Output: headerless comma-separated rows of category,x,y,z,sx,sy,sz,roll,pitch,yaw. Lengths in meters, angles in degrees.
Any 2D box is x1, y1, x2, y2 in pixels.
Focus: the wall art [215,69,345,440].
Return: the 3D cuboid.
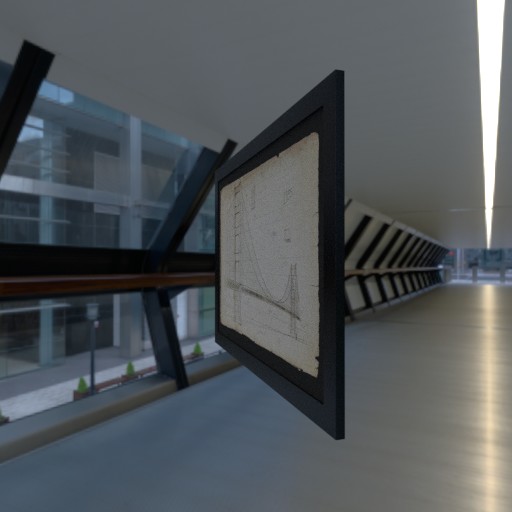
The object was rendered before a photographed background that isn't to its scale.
wall art,0.000,0.000,0.850,0.013,0.447,0.660,0,0,-18
